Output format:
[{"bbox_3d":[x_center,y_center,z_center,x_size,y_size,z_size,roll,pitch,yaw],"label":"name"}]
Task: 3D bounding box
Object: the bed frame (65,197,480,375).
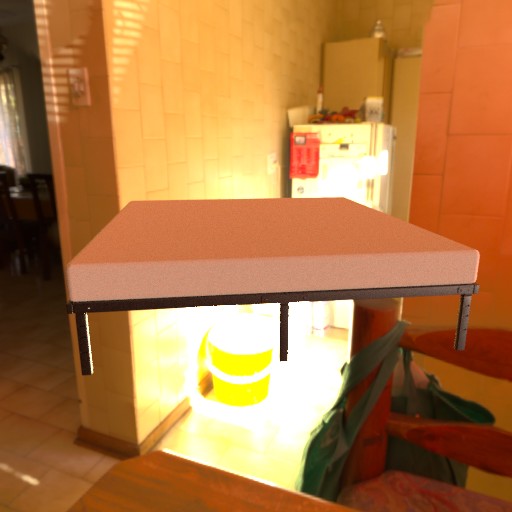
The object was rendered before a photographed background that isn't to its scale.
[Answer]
[{"bbox_3d":[0.000,0.000,3.937,2.526,0.680,2.635,-2,15,-7],"label":"bed frame"}]
